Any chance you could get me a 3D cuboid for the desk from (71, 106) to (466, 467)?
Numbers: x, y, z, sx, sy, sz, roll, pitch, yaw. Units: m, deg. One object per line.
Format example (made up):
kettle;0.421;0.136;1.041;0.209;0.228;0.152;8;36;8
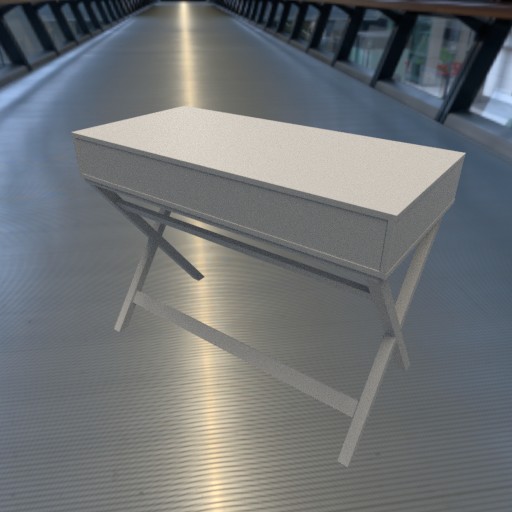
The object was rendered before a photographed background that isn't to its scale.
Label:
desk;0.000;0.000;1.499;1.057;0.780;0.525;20;35;31
